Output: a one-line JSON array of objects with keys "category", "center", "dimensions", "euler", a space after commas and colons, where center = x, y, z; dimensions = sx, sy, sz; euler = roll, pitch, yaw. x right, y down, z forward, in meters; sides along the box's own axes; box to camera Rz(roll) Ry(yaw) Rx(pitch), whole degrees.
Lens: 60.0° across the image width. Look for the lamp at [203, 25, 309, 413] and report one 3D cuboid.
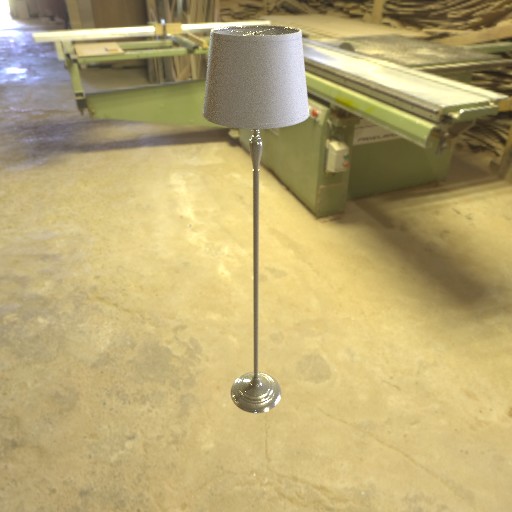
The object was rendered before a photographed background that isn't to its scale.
[{"category": "lamp", "center": [0.000, 0.000, 1.649], "dimensions": [0.327, 1.506, 0.327], "euler": [-9, 34, -14]}]
